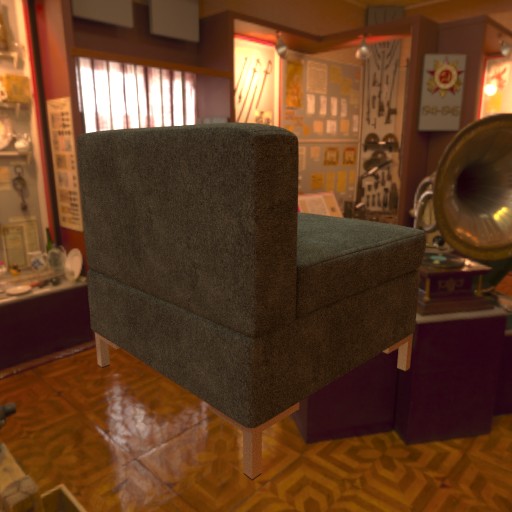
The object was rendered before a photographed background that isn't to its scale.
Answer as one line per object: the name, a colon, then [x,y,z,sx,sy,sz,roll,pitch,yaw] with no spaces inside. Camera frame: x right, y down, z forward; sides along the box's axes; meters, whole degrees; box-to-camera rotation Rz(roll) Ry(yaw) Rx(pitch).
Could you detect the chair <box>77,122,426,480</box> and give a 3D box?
chair: [0.000,0.000,1.205,0.680,0.660,0.680,-13,19,-43]
